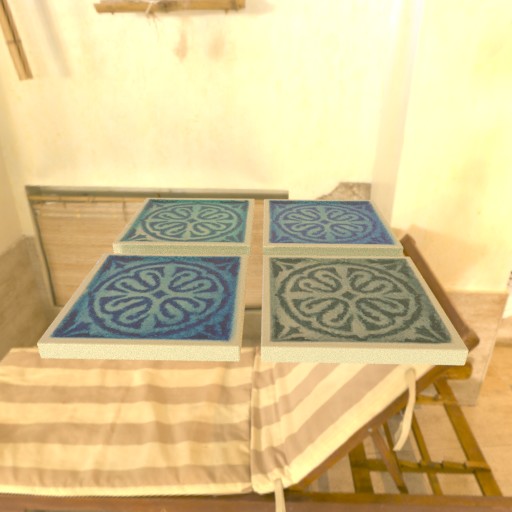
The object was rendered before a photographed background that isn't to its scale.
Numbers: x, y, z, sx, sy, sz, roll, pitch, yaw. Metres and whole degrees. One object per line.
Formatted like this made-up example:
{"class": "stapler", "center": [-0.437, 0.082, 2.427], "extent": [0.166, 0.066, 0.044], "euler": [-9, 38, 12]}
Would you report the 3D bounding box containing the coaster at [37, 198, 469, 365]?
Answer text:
{"class": "coaster", "center": [0.000, 0.000, 0.319], "extent": [0.214, 0.010, 0.219], "euler": [1, 27, 1]}
